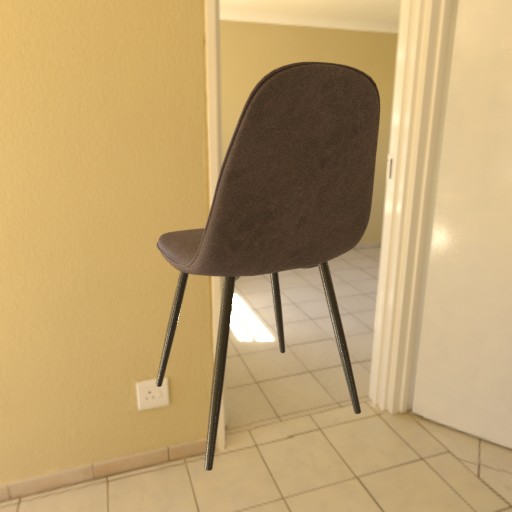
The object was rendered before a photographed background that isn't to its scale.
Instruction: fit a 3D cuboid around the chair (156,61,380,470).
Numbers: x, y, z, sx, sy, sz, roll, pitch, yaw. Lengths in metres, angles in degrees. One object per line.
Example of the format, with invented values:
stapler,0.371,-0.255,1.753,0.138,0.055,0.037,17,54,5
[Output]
chair,0.000,0.000,1.179,0.472,0.889,0.561,-9,18,-27
